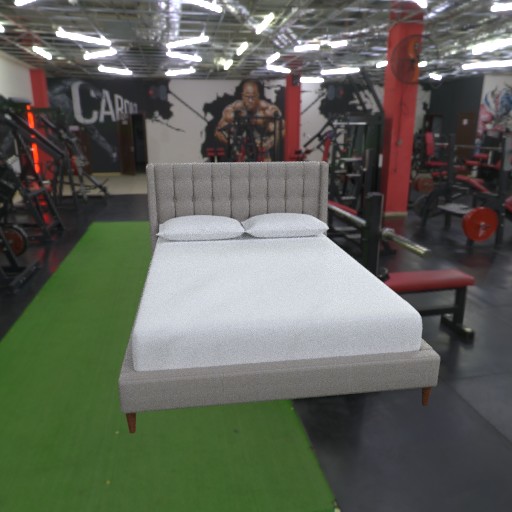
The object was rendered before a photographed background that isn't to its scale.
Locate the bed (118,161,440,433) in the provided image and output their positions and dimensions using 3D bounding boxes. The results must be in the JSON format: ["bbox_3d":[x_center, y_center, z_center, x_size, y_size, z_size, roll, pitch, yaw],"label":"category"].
[{"bbox_3d":[0.000,0.000,3.185,1.656,1.147,2.232,-2,17,-8],"label":"bed"}]
